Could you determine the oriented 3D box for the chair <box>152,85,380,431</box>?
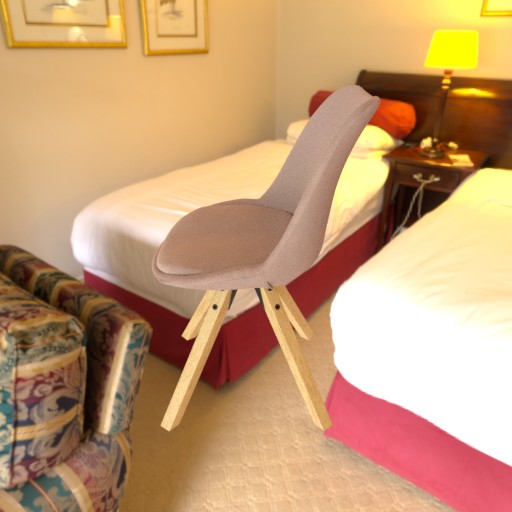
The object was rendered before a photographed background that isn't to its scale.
[{"bbox_3d":[0.000,0.000,1.204,0.550,0.850,0.485,0,27,0],"label":"chair"}]
